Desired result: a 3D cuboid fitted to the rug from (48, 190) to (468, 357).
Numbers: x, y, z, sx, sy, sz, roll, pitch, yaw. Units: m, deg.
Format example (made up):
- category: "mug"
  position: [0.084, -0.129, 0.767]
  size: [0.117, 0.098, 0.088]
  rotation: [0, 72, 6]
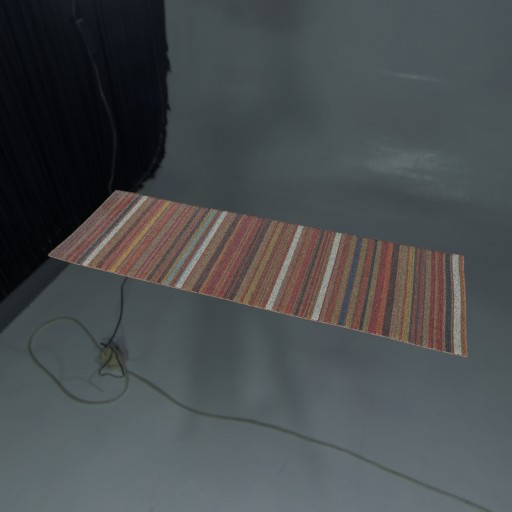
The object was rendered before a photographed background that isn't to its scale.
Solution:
- category: "rug"
  position: [0.000, 0.000, 2.738]
  size: [2.444, 0.030, 0.799]
  rotation: [12, 42, 13]
